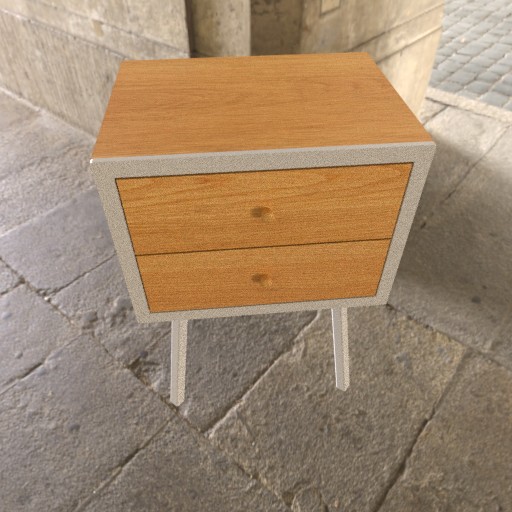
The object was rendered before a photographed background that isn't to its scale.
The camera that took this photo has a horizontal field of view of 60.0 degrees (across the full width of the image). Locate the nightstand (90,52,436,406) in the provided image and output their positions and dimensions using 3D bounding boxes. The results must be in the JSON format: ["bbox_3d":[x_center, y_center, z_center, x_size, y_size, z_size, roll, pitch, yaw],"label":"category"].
[{"bbox_3d":[0.000,0.000,0.818,0.400,0.601,0.316,-4,44,-4],"label":"nightstand"}]
